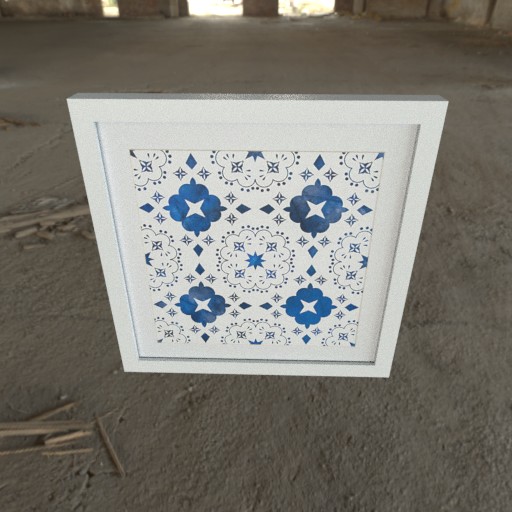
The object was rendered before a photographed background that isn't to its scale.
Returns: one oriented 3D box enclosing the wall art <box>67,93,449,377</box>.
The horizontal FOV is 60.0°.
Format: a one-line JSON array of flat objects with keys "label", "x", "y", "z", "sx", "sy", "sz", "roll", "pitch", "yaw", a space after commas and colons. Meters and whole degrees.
[{"label": "wall art", "x": 0.000, "y": 0.000, "z": 0.515, "sx": 0.355, "sy": 0.355, "sz": 0.027, "roll": 1, "pitch": 31, "yaw": 1}]
